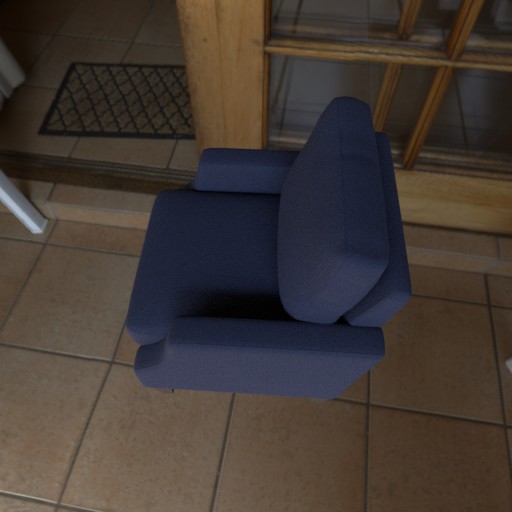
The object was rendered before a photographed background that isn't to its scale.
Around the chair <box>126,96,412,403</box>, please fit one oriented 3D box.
[{"bbox_3d":[0.000,0.000,1.661,0.897,0.991,0.855,3,57,2],"label":"chair"}]
